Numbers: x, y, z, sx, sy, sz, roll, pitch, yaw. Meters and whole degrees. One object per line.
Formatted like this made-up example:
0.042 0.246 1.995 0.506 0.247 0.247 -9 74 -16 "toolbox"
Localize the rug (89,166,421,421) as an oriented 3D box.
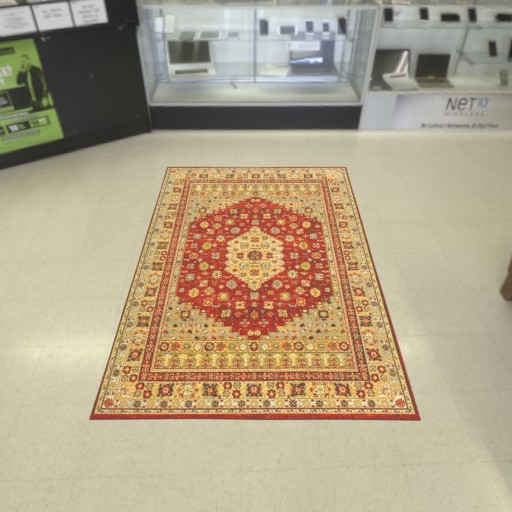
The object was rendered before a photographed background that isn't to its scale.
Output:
0.000 0.000 2.275 1.194 0.013 1.802 0 41 0 "rug"
